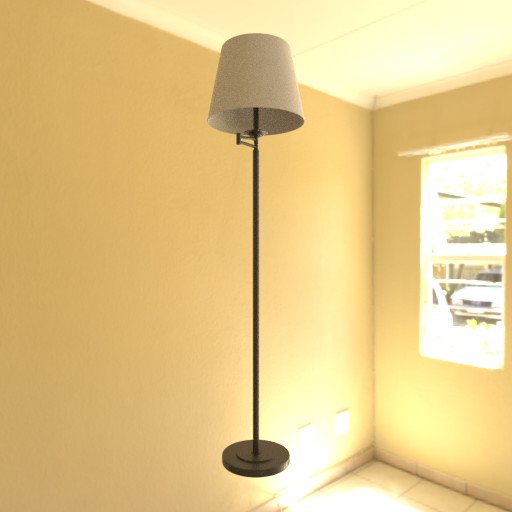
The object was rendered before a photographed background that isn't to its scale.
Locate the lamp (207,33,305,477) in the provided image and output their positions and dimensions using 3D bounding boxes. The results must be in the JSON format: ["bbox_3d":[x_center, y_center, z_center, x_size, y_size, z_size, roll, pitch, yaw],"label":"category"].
[{"bbox_3d":[0.000,0.000,1.590,0.348,1.473,0.348,0,0,38],"label":"lamp"}]
